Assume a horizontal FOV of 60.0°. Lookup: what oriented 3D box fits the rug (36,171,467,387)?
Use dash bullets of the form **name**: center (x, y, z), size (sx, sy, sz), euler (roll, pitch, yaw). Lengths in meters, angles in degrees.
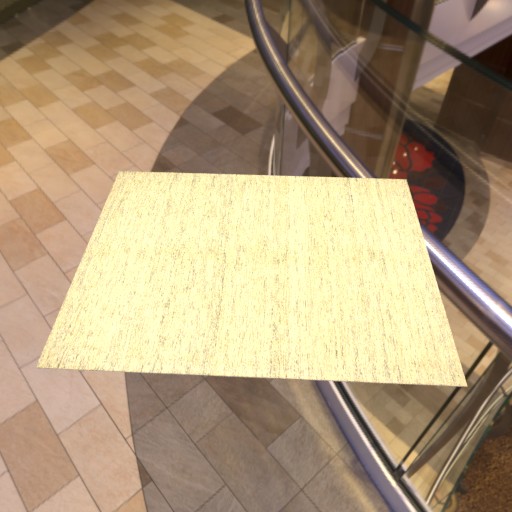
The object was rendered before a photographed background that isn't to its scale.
- **rug**: center (0.000, 0.000, 4.104), size (3.201, 0.014, 2.437), euler (2, 47, 2)
